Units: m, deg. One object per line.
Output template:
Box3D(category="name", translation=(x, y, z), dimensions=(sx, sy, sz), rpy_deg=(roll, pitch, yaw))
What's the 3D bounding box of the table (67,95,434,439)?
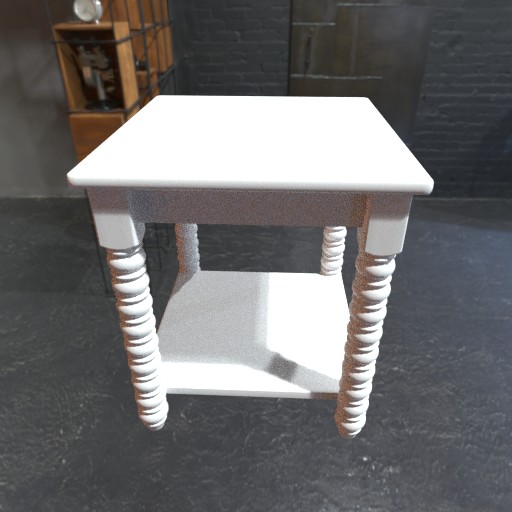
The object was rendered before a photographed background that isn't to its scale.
Box3D(category="table", translation=(0.000, 0.000, 0.967), dimensions=(0.500, 0.563, 0.533), rpy_deg=(1, 31, 2))
